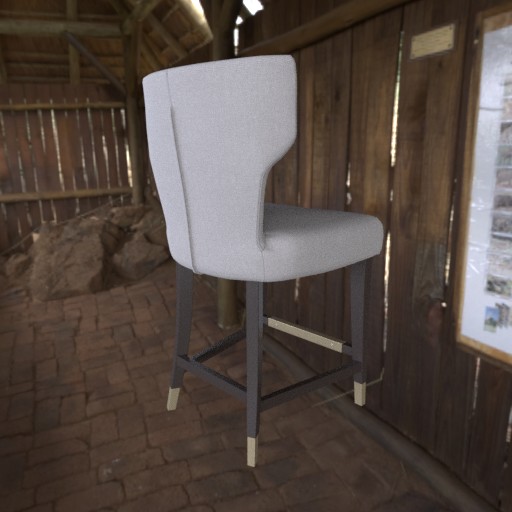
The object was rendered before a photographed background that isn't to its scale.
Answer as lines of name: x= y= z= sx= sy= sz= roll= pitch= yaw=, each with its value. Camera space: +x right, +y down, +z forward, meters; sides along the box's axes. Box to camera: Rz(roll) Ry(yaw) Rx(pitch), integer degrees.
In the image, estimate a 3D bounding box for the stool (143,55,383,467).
stool: x=0.000 y=0.000 z=1.293 sx=0.527 sy=0.982 sz=0.563 roll=13 pitch=19 yaw=43
